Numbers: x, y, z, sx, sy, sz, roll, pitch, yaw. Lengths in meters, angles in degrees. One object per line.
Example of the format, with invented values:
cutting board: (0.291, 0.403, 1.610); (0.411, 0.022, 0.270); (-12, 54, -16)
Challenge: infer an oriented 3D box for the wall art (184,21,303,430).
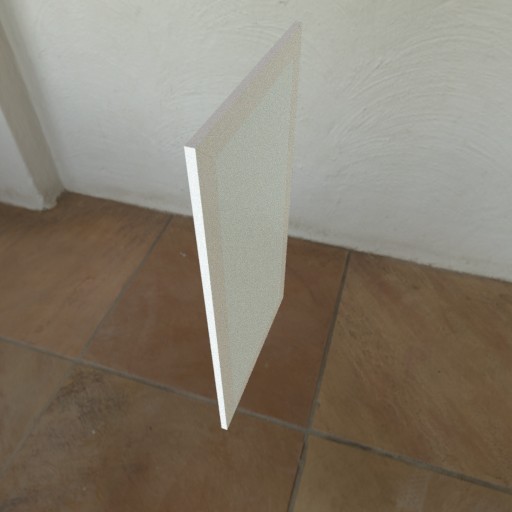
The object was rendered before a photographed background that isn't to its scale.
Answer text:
wall art: (0.000, 0.000, 0.813); (0.013, 0.683, 0.380); (15, 48, 14)
